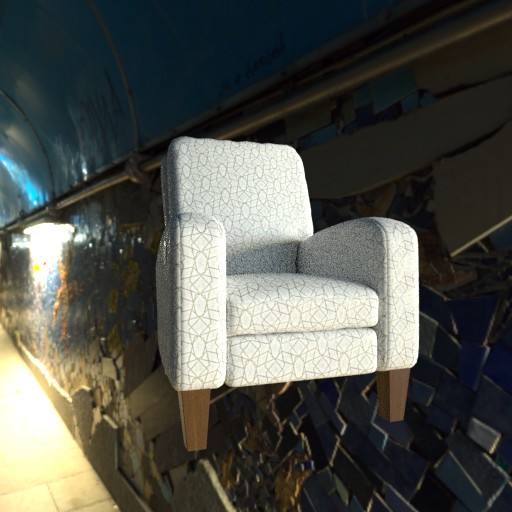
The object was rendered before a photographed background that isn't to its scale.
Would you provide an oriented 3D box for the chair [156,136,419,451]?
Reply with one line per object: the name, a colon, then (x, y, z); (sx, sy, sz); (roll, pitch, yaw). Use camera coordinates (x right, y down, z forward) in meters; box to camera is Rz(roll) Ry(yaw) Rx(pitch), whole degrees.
chair: (0.000, 0.000, 1.762); (0.796, 1.064, 0.995); (0, 1, -19)
